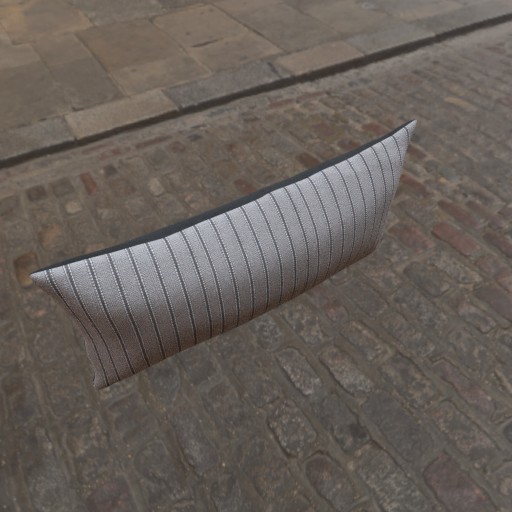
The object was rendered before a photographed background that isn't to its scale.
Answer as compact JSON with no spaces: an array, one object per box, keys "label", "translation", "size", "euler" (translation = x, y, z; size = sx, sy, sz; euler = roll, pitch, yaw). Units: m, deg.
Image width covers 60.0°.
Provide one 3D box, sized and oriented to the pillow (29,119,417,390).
[{"label":"pillow","translation":[0.000,0.000,0.716],"size":[0.609,0.305,0.151],"euler":[-24,51,-21]}]
